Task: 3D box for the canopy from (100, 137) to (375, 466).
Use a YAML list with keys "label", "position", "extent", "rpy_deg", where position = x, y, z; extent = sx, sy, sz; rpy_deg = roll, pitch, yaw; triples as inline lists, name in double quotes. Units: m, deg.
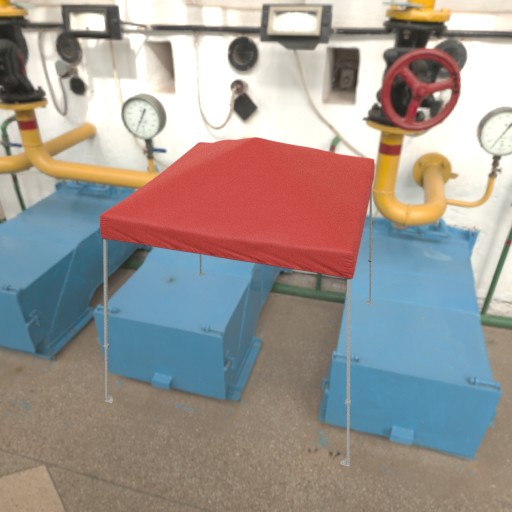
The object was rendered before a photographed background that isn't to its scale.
- label: "canopy"
  position: [0.000, 0.000, 6.667]
  extent: [3.599, 3.600, 3.600]
  rpy_deg: [9, 33, 14]
